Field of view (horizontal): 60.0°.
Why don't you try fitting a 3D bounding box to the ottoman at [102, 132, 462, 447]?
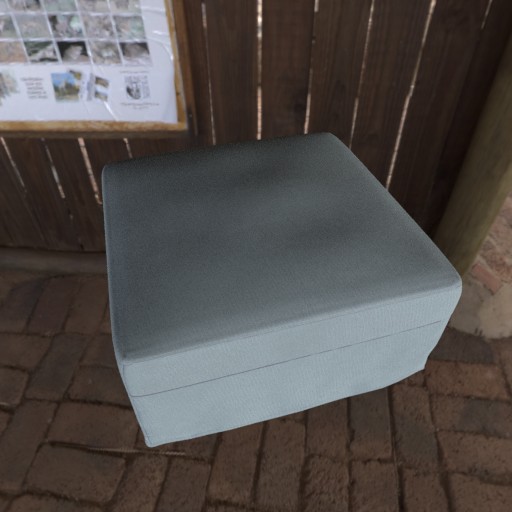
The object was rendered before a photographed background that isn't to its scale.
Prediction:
[{"bbox_3d":[0.000,0.000,1.369,0.842,0.441,0.843,-11,44,-12],"label":"ottoman"}]
